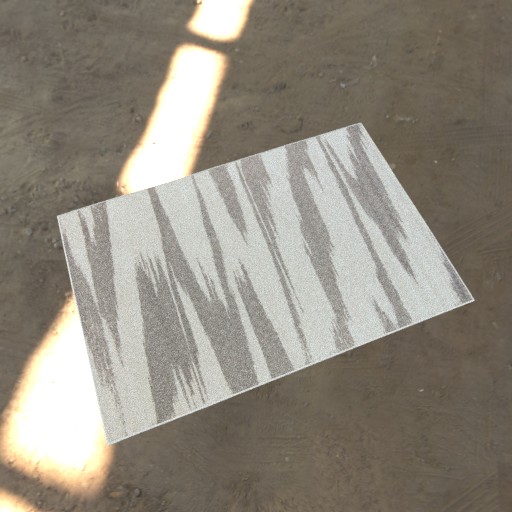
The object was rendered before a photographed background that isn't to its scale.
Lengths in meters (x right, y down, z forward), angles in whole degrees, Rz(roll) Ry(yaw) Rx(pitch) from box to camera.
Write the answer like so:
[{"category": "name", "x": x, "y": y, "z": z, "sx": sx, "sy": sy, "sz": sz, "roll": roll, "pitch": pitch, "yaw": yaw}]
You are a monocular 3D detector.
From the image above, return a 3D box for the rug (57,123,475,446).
[{"category": "rug", "x": 0.000, "y": 0.000, "z": 2.274, "sx": 1.827, "sy": 0.008, "sz": 1.225, "roll": -19, "pitch": 65, "yaw": -9}]
